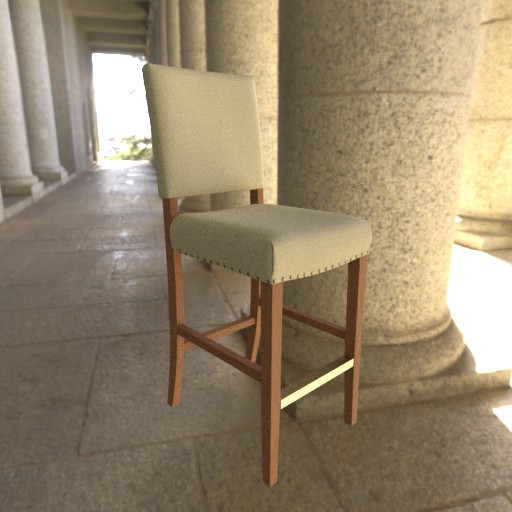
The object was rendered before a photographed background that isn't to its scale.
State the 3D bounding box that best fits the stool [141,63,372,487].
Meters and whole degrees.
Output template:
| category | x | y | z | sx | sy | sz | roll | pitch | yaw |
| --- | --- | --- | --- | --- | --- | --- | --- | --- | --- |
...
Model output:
| category | x | y | z | sx | sy | sz | roll | pitch | yaw |
| --- | --- | --- | --- | --- | --- | --- | --- | --- | --- |
| stool | 0.000 | 0.000 | 1.437 | 0.445 | 1.168 | 0.584 | -14 | 21 | -42 |
